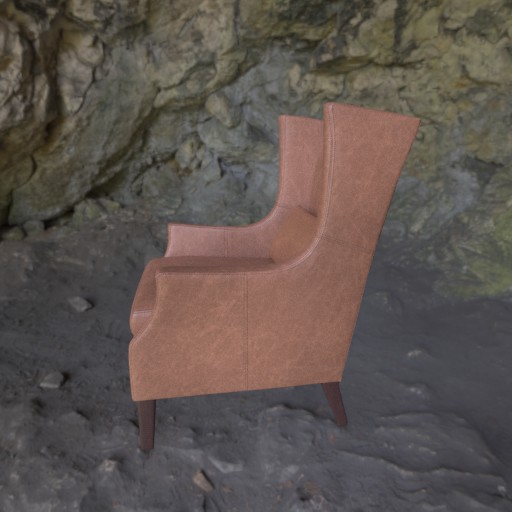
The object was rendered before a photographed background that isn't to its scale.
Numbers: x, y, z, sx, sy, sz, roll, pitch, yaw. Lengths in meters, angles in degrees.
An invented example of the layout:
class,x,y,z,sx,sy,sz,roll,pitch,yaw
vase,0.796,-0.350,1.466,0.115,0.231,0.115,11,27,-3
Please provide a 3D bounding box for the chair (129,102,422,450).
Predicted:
class,x,y,z,sx,sy,sz,roll,pitch,yaw
chair,0.000,0.000,1.727,0.913,1.088,0.815,-2,15,-8
